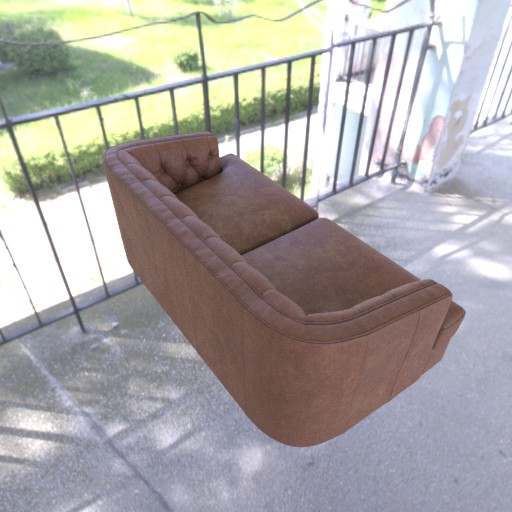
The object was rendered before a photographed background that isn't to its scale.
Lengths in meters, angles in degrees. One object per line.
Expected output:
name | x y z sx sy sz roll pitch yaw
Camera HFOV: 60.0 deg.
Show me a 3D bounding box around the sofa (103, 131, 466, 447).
sofa | 0.000 0.000 2.210 0.914 0.786 1.755 -25 46 -27
